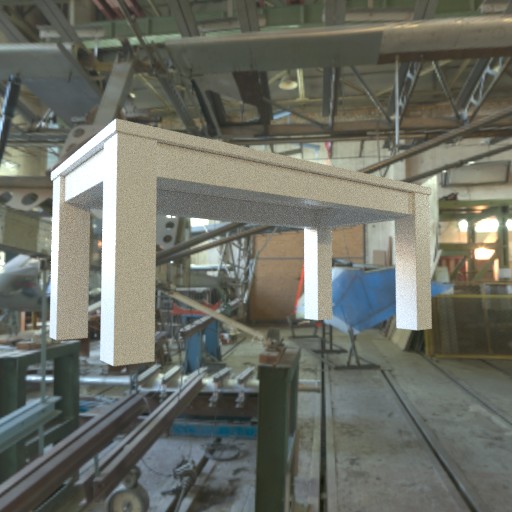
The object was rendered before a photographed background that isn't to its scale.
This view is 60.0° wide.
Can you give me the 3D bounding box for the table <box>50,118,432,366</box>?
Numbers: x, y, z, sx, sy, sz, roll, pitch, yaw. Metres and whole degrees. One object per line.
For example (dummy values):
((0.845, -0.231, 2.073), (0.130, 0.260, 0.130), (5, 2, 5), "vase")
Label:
((0.000, 0.000, 2.300), (1.800, 0.790, 0.900), (2, -4, -37), "table")
